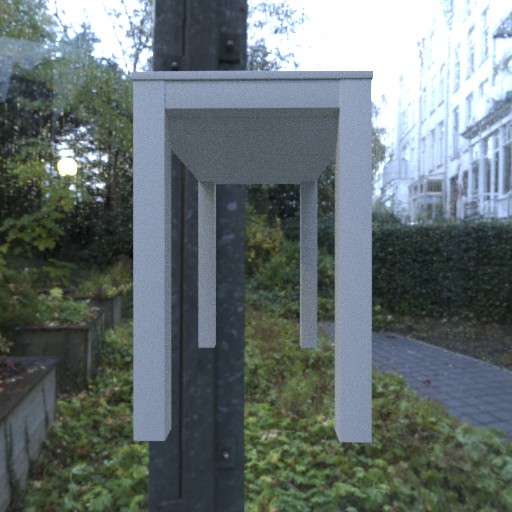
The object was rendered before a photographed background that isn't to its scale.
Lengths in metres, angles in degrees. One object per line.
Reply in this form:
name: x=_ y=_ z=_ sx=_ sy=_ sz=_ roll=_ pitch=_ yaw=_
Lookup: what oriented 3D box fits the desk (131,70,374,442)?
desk: x=0.000 y=0.000 z=1.404 sx=0.497 sy=0.762 sz=0.990 roll=0 pitch=0 yaw=1
